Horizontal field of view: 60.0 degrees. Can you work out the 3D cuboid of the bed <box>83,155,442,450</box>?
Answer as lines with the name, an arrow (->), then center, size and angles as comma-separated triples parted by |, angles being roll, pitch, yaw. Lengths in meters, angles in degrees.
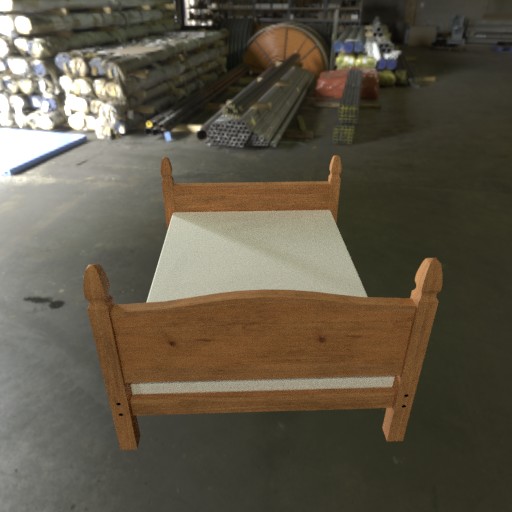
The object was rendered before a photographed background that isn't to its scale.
bed -> 0.000, 0.000, 2.942 | 1.490, 1.100, 2.069 | -1, 30, -2
